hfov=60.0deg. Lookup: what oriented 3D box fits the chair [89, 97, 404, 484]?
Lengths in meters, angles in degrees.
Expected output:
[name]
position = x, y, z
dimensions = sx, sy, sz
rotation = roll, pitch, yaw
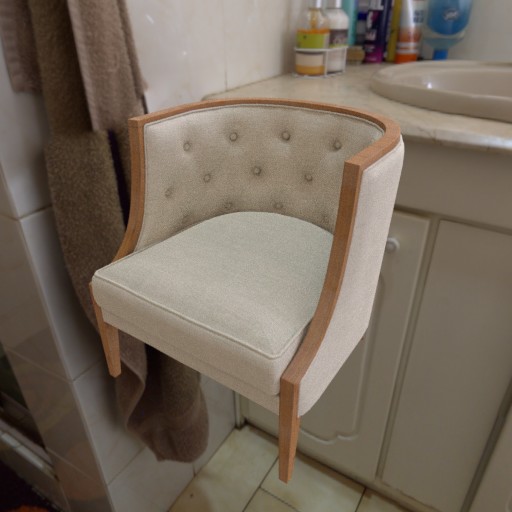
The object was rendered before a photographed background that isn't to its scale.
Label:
[chair]
position = 0.000, 0.000, 1.344
dimensions = 0.711, 0.775, 0.757
rotation = 19, 36, 29
